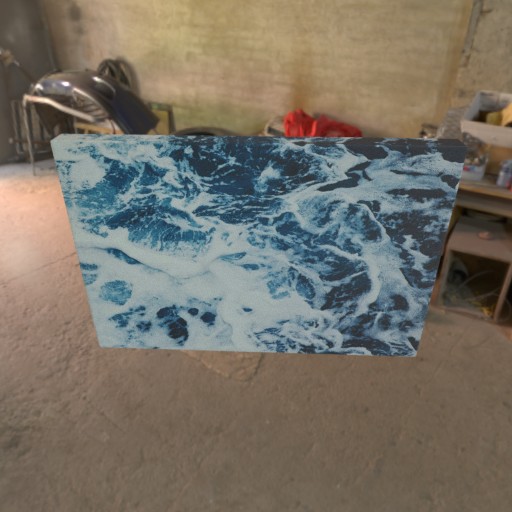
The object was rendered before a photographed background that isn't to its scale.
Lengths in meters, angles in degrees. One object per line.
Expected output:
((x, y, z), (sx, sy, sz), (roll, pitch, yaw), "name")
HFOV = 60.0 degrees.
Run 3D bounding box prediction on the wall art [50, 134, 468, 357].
((0.000, 0.000, 0.766), (0.609, 0.407, 0.043), (1, 31, 2), "wall art")
